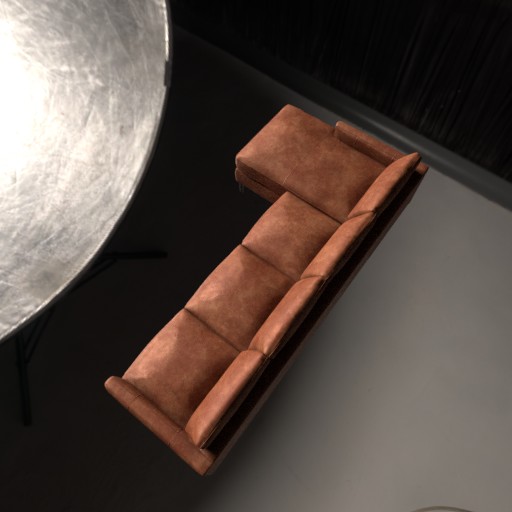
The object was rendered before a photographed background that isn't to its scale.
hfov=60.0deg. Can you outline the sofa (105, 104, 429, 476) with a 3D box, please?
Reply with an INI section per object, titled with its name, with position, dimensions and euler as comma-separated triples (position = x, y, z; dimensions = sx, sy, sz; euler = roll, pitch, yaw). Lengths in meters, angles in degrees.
[sofa]
position = 0.000, 0.000, 3.641
dimensions = 1.471, 0.859, 2.993
euler = 34, 68, 16
